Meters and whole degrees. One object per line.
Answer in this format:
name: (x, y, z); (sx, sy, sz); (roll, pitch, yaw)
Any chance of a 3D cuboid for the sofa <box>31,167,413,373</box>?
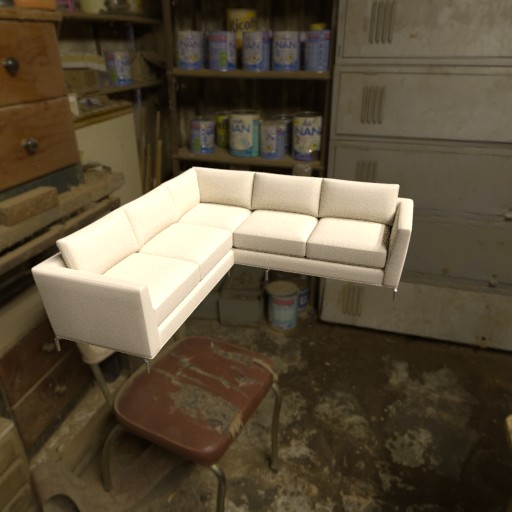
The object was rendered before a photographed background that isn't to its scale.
sofa: (0.000, 0.000, 3.779); (2.448, 0.867, 2.430); (8, 27, 17)
